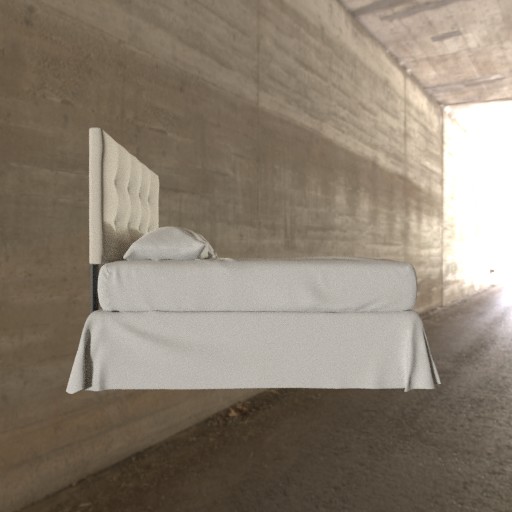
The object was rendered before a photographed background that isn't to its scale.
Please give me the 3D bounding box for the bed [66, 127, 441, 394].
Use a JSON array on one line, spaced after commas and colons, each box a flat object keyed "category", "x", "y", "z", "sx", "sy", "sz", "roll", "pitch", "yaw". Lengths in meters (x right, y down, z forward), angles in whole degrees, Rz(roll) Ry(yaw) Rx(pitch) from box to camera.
[{"category": "bed", "x": 0.000, "y": 0.000, "z": 3.506, "sx": 2.222, "sy": 1.577, "sz": 1.936, "roll": 0, "pitch": 0, "yaw": -1}]
